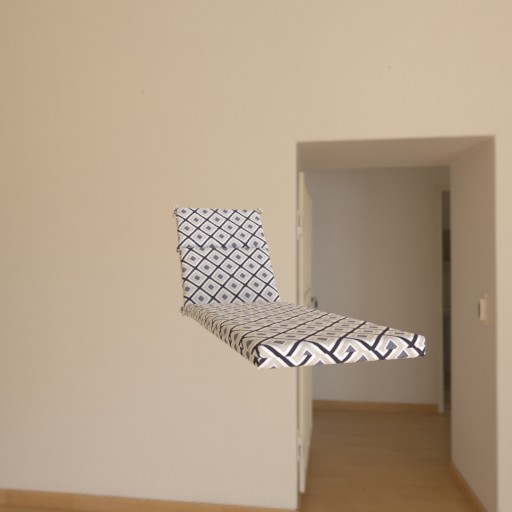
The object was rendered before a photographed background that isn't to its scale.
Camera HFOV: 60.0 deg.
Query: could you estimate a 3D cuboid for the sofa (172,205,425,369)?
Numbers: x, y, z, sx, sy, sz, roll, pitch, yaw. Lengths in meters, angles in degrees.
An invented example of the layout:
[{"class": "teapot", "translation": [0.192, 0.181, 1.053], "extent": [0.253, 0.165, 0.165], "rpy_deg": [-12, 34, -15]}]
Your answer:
[{"class": "sofa", "translation": [0.000, 0.000, 1.995], "extent": [0.582, 0.622, 1.663], "rpy_deg": [0, -1, -18]}]
